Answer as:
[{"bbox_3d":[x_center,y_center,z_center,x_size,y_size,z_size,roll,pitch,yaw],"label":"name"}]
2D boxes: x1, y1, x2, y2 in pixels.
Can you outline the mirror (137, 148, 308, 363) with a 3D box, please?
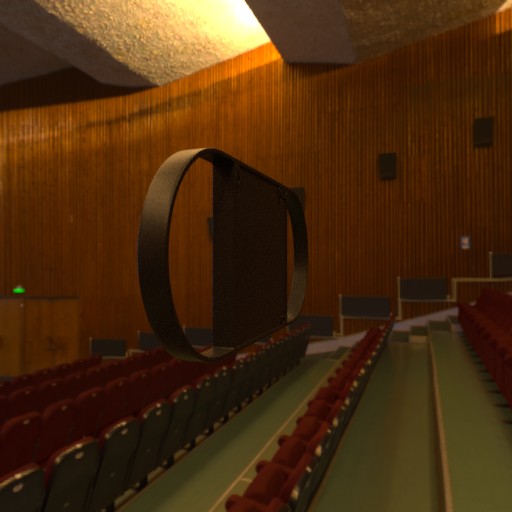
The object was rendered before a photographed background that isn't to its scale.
[{"bbox_3d":[0.000,0.000,0.694,0.032,0.254,0.584,0,0,20],"label":"mirror"}]
